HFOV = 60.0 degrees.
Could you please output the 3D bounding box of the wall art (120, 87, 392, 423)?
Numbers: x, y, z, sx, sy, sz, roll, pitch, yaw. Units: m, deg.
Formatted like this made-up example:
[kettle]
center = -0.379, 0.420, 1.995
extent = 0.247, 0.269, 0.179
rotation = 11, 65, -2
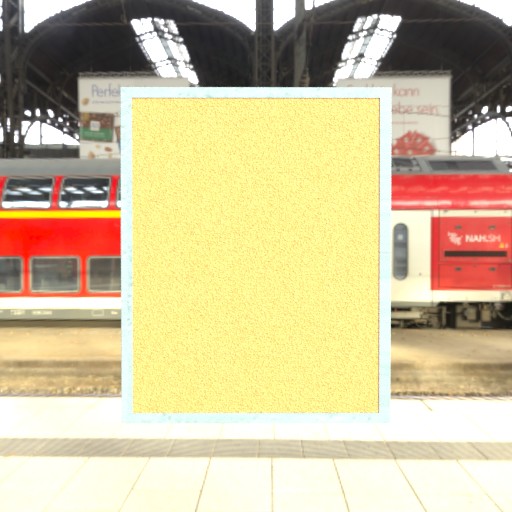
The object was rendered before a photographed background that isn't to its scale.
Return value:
[wall art]
center = 0.000, 0.000, 0.689
extent = 0.409, 0.509, 0.037
rotation = 0, 1, 0
